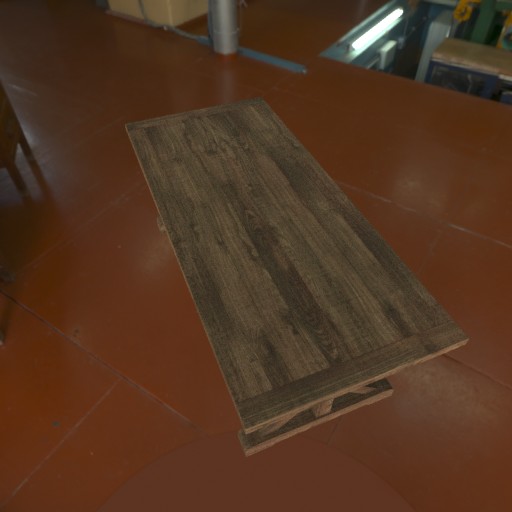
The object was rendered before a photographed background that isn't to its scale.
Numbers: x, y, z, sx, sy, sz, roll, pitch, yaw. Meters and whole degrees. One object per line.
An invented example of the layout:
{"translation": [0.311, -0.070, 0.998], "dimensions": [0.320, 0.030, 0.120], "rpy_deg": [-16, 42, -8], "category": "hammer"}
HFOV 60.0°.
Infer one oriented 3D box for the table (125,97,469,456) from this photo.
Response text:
{"translation": [0.000, 0.000, 2.462], "dimensions": [0.907, 0.733, 2.031], "rpy_deg": [-17, 49, -15], "category": "table"}
